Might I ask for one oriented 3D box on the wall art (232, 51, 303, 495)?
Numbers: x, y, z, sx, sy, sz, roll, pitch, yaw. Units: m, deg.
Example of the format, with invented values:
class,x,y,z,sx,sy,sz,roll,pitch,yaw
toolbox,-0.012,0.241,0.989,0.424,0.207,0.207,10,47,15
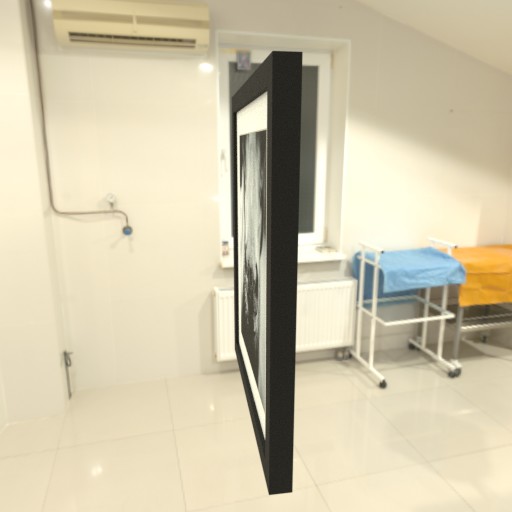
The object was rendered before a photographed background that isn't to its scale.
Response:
class,x,y,z,sx,sy,sz,roll,pitch,yaw
wall art,0.000,0.000,0.547,0.024,0.404,0.329,-2,14,-8
